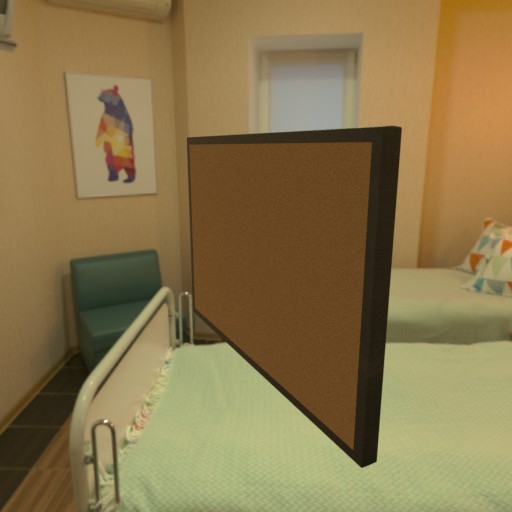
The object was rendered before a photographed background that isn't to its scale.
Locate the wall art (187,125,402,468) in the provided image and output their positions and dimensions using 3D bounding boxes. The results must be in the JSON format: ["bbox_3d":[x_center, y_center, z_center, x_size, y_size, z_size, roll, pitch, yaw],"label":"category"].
[{"bbox_3d":[0.000,0.000,1.147,0.038,0.612,0.912,-7,16,-27],"label":"wall art"}]
